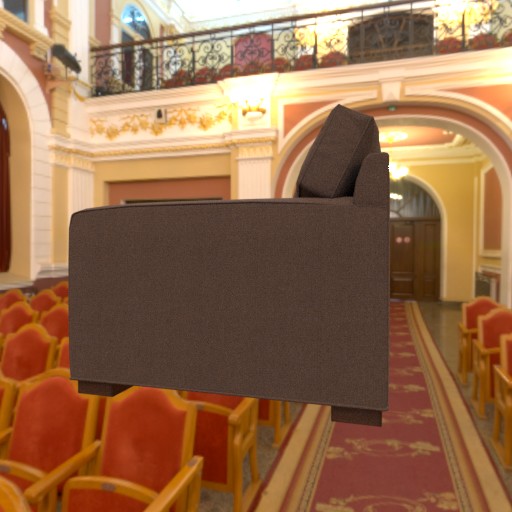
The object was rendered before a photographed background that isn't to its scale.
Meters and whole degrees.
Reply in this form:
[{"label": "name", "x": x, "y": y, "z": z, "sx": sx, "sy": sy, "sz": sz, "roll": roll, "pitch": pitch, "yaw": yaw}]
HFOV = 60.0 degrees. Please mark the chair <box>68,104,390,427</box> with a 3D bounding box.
[{"label": "chair", "x": 0.000, "y": 0.000, "z": 1.803, "sx": 1.043, "sy": 0.913, "sz": 0.997, "roll": 0, "pitch": 1, "yaw": 17}]
